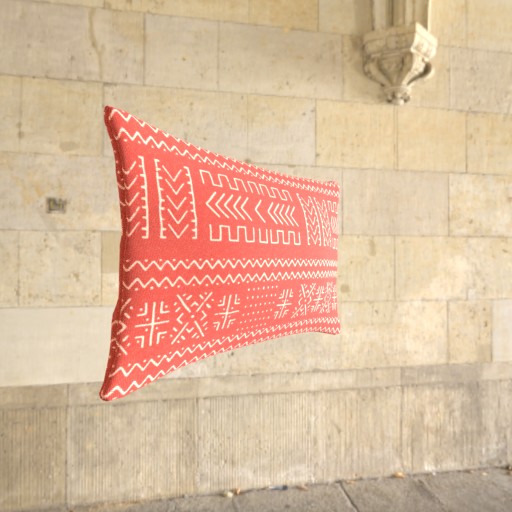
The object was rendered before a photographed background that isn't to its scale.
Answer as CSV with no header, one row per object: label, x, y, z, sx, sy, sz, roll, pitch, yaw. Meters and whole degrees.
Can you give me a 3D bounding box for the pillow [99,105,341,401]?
pillow,0.000,0.000,0.779,0.130,0.352,0.640,-1,-1,36
